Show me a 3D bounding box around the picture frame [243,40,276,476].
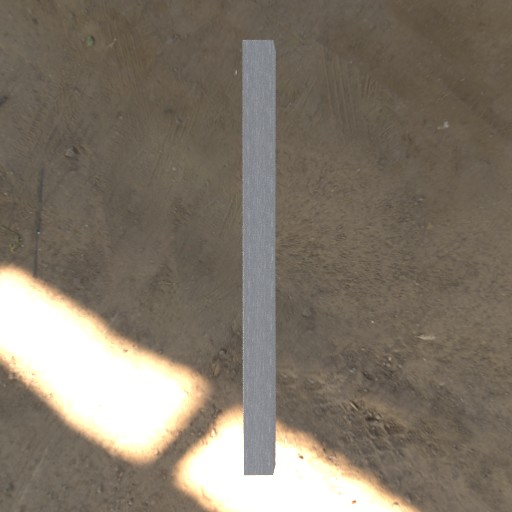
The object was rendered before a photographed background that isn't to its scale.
[{"bbox_3d":[0.000,0.000,0.522,0.027,0.378,0.327,0,91,-1],"label":"picture frame"}]
